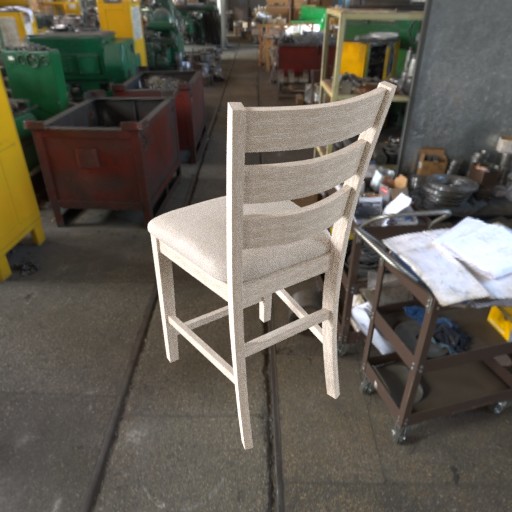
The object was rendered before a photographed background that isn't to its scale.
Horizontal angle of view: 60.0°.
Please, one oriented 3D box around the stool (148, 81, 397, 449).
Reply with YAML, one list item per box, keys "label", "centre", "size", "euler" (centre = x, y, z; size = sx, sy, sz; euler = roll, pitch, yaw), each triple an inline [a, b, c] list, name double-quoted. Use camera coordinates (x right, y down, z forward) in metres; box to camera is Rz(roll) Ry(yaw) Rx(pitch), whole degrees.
- label: "stool"
  centre: [0.000, 0.000, 1.359]
  size: [0.484, 1.032, 0.569]
  euler: [-19, 36, -28]
